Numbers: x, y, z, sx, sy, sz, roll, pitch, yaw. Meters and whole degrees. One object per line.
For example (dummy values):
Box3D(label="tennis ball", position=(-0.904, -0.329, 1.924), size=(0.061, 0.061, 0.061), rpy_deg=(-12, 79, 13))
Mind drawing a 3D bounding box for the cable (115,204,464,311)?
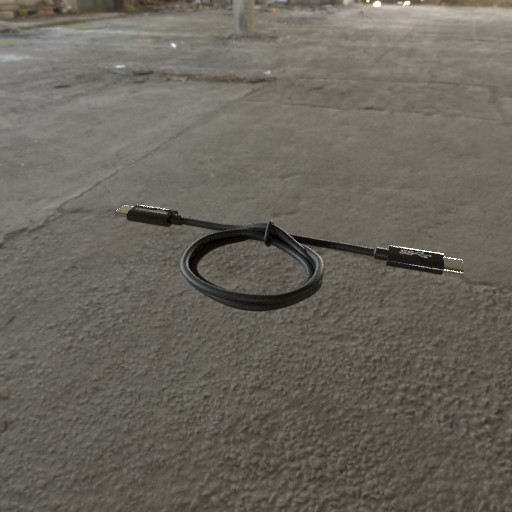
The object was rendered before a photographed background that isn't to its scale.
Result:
Box3D(label="cable", position=(0.000, 0.000, 0.209), size=(0.186, 0.014, 0.070), rpy_deg=(10, 33, 16))
